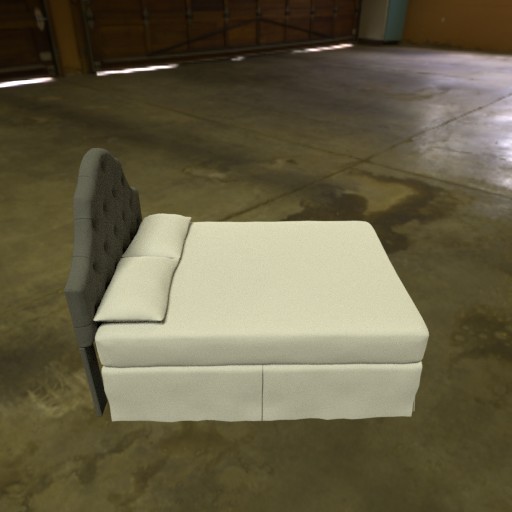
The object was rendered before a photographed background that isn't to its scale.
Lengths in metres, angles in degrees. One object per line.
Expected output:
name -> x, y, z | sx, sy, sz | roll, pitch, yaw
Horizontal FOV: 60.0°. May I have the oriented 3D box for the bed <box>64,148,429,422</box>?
bed -> 0.000, 0.000, 3.237 | 2.155, 1.575, 1.636 | -1, 31, -1
